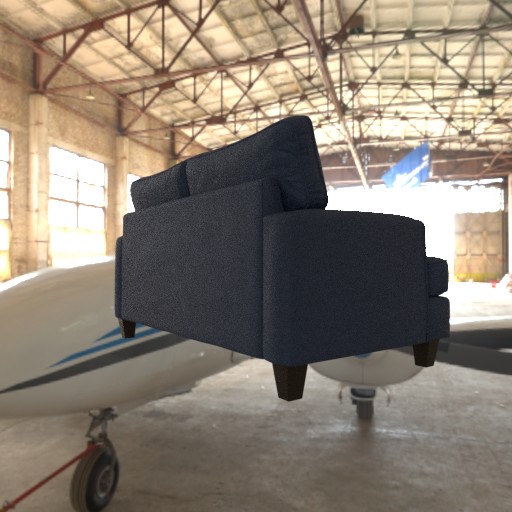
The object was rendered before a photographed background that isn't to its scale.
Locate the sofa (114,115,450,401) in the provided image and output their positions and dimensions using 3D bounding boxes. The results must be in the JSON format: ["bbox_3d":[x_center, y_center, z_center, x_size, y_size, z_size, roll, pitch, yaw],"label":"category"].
[{"bbox_3d":[0.000,0.000,2.305,0.965,0.965,1.651,1,-1,-36],"label":"sofa"}]
